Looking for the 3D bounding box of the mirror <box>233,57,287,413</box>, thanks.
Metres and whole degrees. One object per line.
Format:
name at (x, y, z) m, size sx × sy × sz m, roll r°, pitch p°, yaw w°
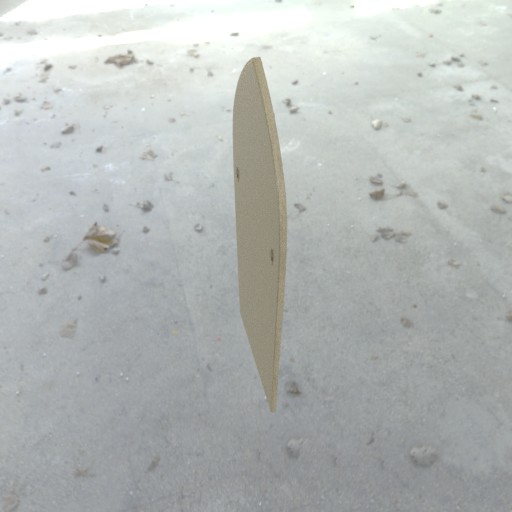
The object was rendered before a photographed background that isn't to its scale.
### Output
mirror at (0.000, 0.000, 1.325) m, size 0.025 × 1.175 × 0.464 m, roll -11°, pitch 48°, yaw -11°
